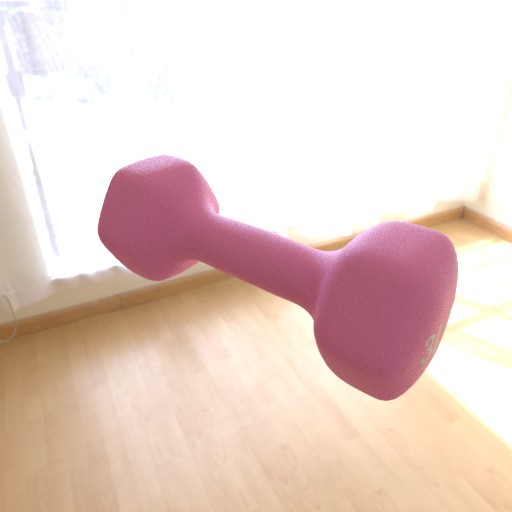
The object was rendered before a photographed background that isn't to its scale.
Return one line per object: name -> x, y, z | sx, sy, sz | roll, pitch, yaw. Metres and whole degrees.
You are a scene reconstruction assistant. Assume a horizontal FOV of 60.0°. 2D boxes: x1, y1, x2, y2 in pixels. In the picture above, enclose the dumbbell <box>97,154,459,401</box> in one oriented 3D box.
dumbbell -> 0.000, 0.000, 0.191 | 0.159, 0.058, 0.064 | 22, 37, 33
